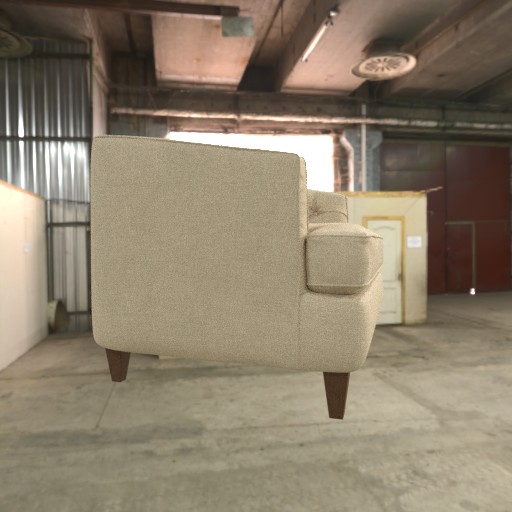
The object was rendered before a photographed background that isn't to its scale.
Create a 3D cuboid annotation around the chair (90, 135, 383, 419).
[{"bbox_3d":[0.000,0.000,1.694,0.914,0.787,1.118,1,2,18],"label":"chair"}]
